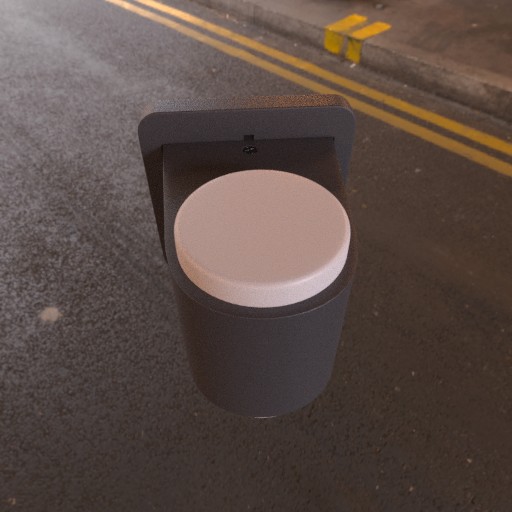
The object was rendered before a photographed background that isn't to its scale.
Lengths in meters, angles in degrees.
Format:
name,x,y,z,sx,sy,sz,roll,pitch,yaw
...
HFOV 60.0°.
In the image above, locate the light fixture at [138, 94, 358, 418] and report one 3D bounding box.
name,x,y,z,sx,sy,sz,roll,pitch,yaw
light fixture,0.000,0.000,0.218,0.109,0.109,0.132,-3,45,-3
